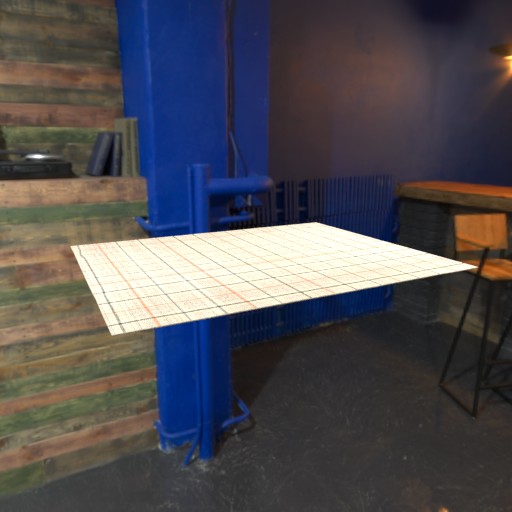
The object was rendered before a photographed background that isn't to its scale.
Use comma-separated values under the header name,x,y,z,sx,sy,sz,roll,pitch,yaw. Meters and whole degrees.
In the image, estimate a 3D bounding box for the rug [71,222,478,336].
name,x,y,z,sx,sy,sz,roll,pitch,yaw
rug,0.000,0.000,4.190,3.048,0.012,2.444,-7,16,-26
